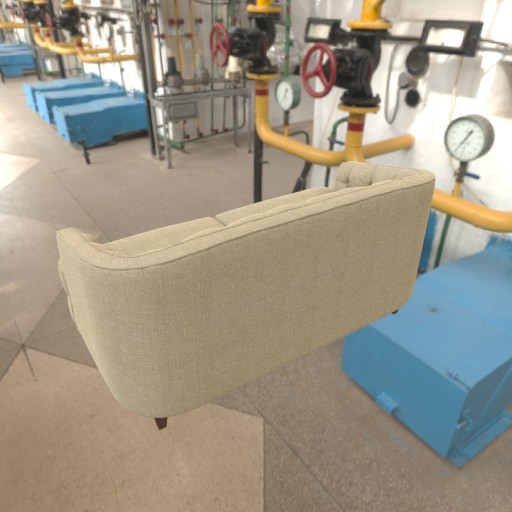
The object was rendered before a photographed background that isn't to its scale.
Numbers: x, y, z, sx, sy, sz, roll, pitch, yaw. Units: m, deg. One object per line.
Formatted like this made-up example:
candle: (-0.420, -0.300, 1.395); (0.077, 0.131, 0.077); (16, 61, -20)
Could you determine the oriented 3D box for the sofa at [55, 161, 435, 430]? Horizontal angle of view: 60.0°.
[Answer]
sofa: (0.000, 0.000, 2.236); (1.733, 0.855, 0.941); (-18, 35, -29)
